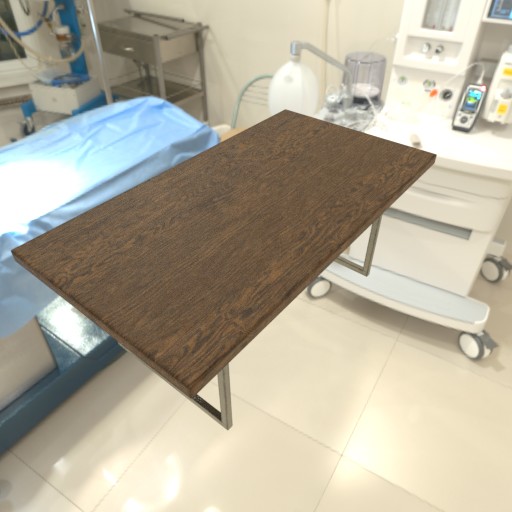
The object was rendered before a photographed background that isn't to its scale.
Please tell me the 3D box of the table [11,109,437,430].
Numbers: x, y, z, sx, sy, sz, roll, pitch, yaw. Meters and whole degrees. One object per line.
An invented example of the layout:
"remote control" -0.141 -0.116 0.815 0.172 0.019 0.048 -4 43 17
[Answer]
"table" 0.000 0.000 2.468 1.078 0.795 1.989 27 47 29
